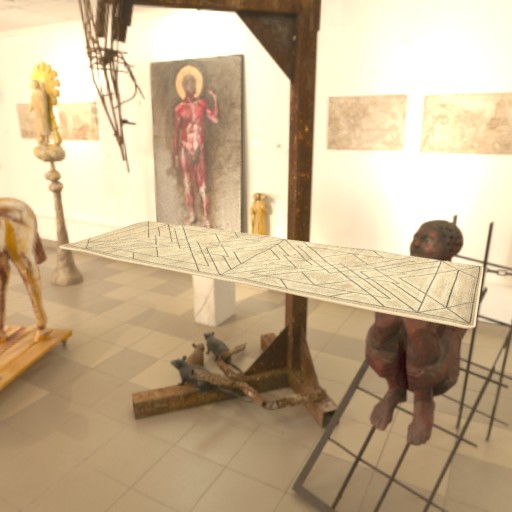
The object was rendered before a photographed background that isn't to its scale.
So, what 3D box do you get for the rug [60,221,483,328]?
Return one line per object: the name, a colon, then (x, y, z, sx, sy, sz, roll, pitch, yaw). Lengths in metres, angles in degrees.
rug: (0.000, 0.000, 2.610, 2.381, 0.036, 0.831, 9, 20, 27)
